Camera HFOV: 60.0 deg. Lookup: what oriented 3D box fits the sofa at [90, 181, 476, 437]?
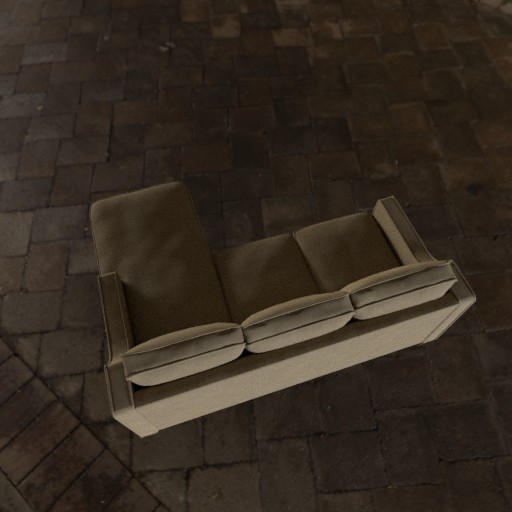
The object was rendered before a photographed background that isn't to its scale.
[{"bbox_3d":[0.000,0.000,3.341,2.317,1.066,1.858,-16,60,-9],"label":"sofa"}]
